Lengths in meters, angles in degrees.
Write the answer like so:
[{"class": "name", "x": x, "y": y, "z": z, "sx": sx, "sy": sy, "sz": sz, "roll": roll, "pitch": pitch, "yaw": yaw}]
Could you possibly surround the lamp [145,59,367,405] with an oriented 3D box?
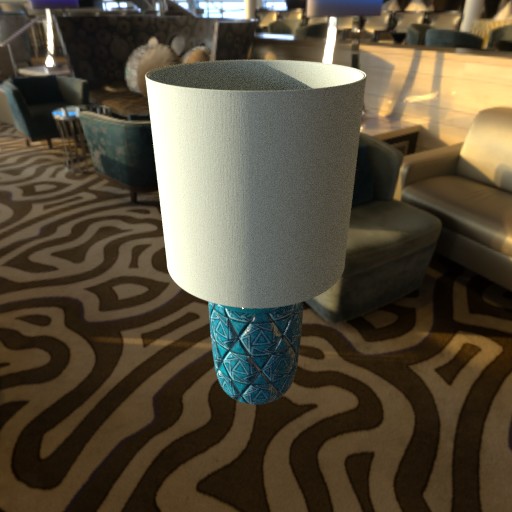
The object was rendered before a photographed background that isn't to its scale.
[{"class": "lamp", "x": 0.000, "y": 0.000, "z": 0.488, "sx": 0.193, "sy": 0.377, "sz": 0.193, "roll": -18, "pitch": 35, "yaw": -29}]
